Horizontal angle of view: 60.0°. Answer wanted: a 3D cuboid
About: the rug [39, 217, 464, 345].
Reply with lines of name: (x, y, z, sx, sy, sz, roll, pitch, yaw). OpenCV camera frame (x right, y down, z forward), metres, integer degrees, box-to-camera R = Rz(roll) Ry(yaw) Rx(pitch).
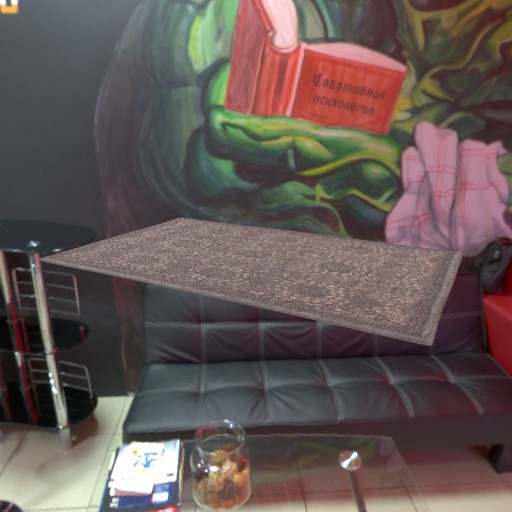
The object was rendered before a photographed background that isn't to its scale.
rug: (0.000, 0.000, 3.046, 2.498, 0.022, 1.535, 9, 19, 27)
